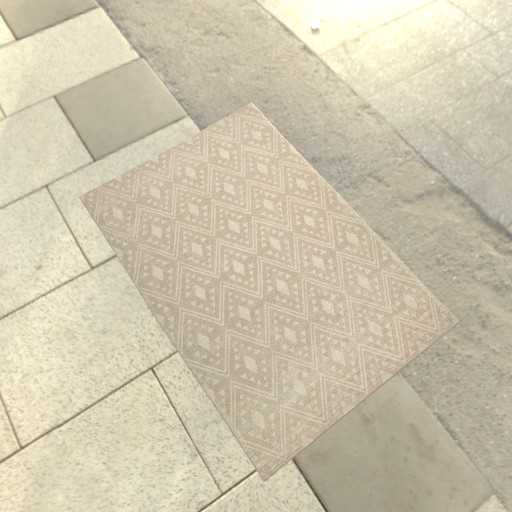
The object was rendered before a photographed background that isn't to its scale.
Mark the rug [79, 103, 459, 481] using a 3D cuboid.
[{"bbox_3d":[0.000,0.000,2.426,1.252,0.034,1.829,-33,69,-15],"label":"rug"}]
